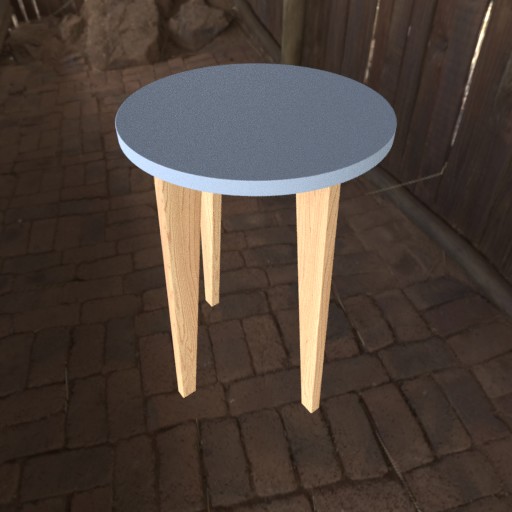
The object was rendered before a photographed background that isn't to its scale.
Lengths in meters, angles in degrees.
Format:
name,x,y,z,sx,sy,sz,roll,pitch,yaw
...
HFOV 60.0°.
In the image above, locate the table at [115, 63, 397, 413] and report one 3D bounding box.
name,x,y,z,sx,sy,sz,roll,pitch,yaw
table,0.000,0.000,0.730,0.350,0.500,0.350,0,41,0
